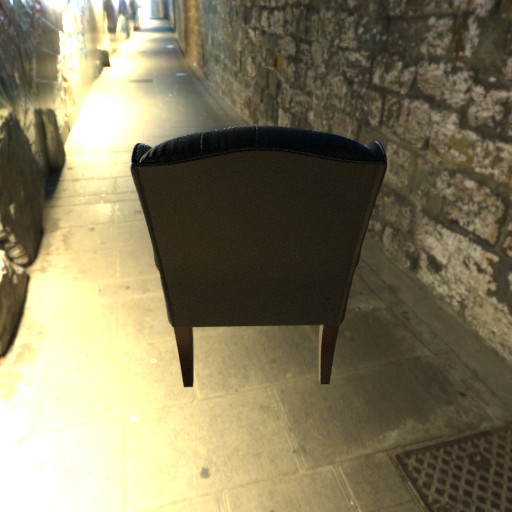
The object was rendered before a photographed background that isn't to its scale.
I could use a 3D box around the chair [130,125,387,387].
[{"bbox_3d":[0.000,0.000,1.700,0.838,1.111,0.762,-1,29,-1],"label":"chair"}]
